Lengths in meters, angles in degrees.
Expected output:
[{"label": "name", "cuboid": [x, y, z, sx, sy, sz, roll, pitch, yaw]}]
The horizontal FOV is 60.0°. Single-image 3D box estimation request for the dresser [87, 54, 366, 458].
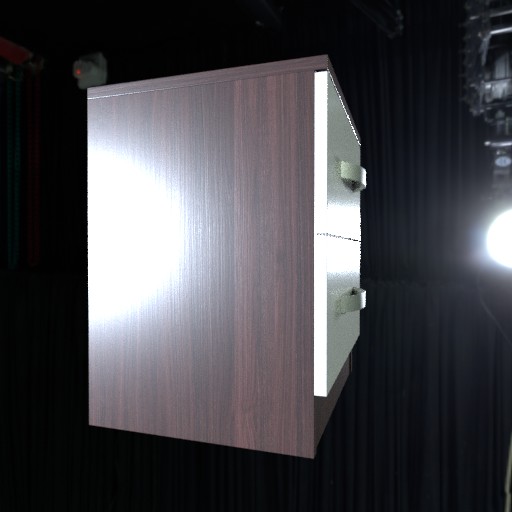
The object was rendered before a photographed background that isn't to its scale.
[{"label": "dresser", "cuboid": [0.000, 0.000, 0.751, 0.360, 0.470, 0.400, 0, 1, 18]}]
